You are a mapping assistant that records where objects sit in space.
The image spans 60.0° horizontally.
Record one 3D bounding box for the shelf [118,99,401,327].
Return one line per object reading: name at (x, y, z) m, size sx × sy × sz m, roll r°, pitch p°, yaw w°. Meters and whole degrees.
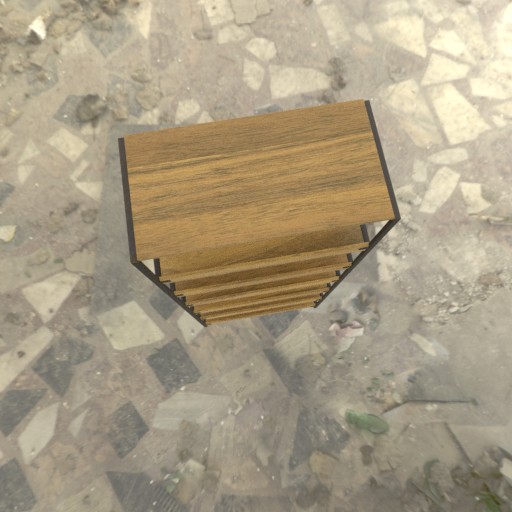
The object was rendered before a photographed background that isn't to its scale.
shelf at (0.000, 0.000, 2.381) m, size 0.847 × 2.015 × 0.431 m, roll -9°, pitch 76°, yaw -2°
